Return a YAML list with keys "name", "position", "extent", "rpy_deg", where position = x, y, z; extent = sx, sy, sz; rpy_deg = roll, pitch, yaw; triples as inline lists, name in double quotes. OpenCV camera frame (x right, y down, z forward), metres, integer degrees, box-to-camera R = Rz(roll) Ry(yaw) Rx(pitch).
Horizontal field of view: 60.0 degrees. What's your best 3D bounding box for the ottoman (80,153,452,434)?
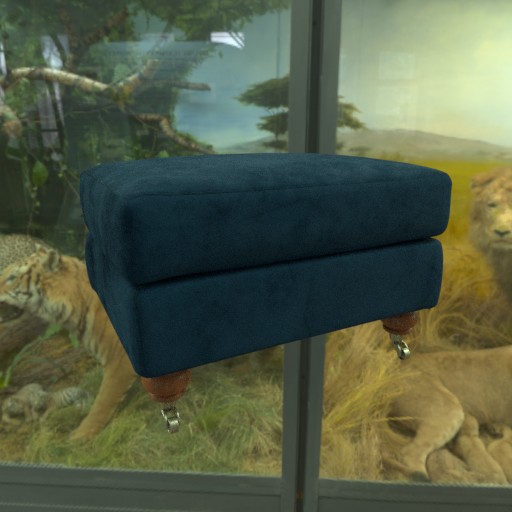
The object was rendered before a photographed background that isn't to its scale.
- name: "ottoman"
  position: [0.000, 0.000, 1.134]
  extent: [0.773, 0.503, 0.572]
  rpy_deg: [-8, 18, -26]
